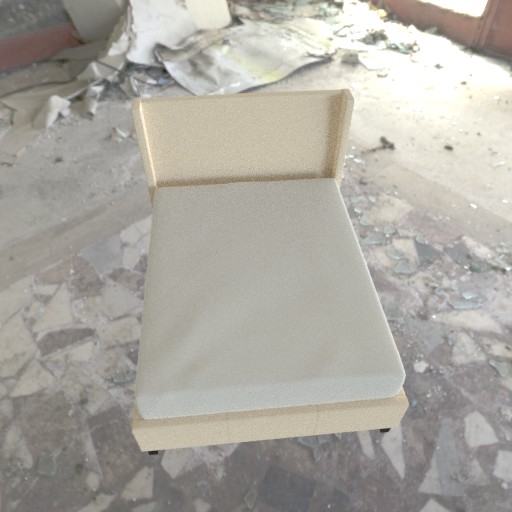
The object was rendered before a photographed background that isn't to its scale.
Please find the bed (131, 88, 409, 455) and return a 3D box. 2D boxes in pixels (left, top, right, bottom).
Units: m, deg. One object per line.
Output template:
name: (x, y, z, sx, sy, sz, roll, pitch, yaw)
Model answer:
bed: (0.000, 0.000, 3.350, 1.765, 1.471, 2.280, -4, 47, -4)
